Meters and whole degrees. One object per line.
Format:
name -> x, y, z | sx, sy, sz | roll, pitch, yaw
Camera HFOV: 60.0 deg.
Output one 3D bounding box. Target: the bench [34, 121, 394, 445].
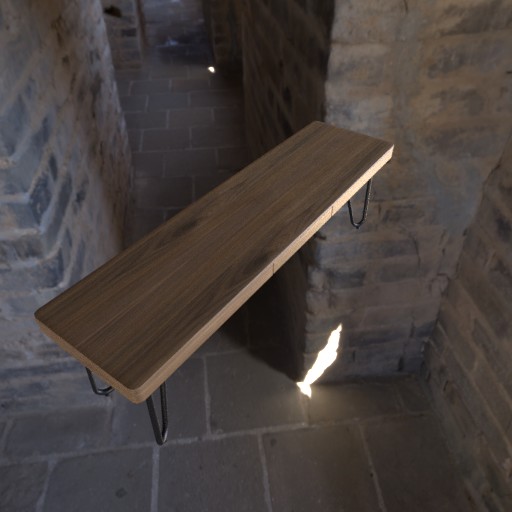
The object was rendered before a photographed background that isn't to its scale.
bench -> 0.000, 0.000, 1.777 | 0.425, 0.462, 1.570 | 26, 47, 26
